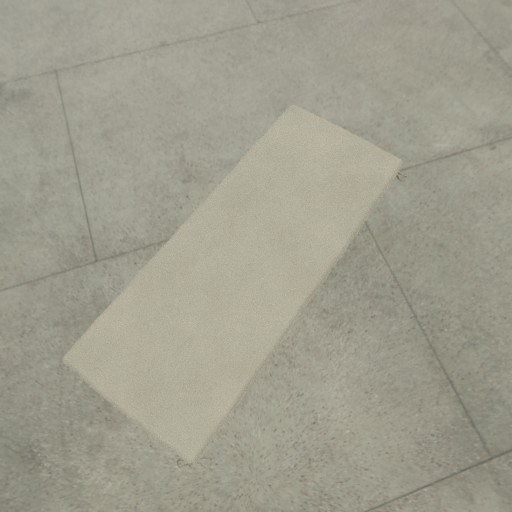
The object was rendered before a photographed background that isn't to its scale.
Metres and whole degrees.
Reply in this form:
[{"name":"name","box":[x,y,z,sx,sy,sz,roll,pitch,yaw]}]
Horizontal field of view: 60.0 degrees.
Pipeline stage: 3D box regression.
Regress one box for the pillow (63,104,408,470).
[{"name":"pillow","box":[0.000,0.000,1.362,0.492,0.081,1.187,32,68,15]}]
